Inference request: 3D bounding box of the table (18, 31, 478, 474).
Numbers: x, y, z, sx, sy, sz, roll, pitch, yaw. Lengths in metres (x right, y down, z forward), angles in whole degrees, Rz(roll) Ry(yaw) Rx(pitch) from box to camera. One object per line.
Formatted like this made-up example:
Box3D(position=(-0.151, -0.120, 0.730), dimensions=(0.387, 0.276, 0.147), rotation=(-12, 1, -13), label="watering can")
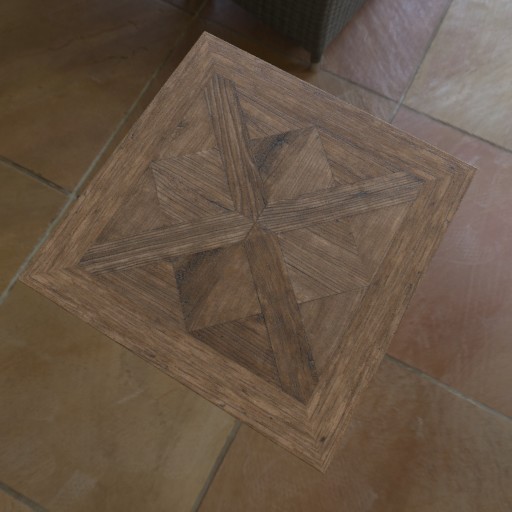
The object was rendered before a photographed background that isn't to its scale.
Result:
Box3D(position=(0.000, 0.000, 1.179), dimensions=(0.700, 0.532, 0.700), rotation=(30, 77, 8), label="table")
